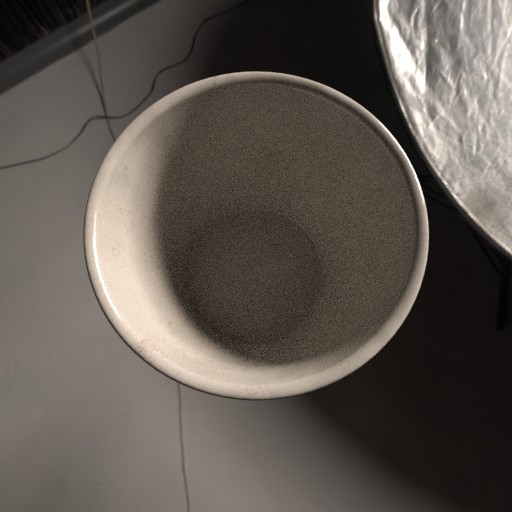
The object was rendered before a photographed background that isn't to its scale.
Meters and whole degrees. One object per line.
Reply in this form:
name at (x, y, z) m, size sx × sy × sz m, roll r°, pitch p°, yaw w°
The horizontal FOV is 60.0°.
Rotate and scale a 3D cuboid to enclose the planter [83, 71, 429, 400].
planter at (0.000, 0.000, 0.440) m, size 0.260 × 0.220 × 0.260 m, roll 0°, pitch 75°, yaw 0°
